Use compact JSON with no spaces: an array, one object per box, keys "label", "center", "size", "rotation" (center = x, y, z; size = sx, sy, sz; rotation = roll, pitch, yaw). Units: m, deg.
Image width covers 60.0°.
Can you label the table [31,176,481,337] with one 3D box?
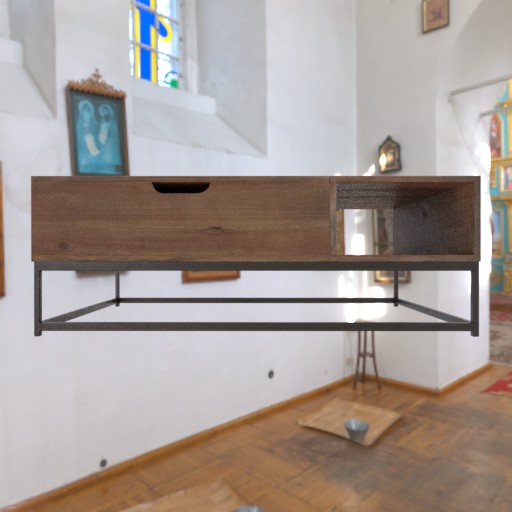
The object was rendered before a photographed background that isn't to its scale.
[{"label":"table","center":[0.000,0.000,1.411],"size":[1.101,0.395,0.655],"rotation":[0,0,0]}]
